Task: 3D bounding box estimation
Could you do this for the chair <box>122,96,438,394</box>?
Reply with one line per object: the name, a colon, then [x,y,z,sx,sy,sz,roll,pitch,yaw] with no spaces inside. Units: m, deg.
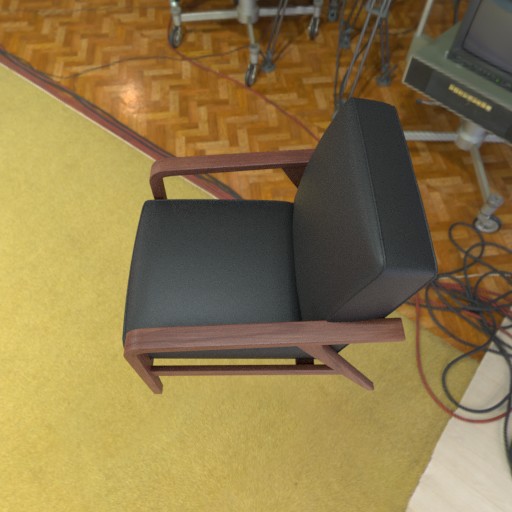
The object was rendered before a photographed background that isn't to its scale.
chair: [0.000,0.000,1.497,0.889,0.861,0.719,-1,58,0]
